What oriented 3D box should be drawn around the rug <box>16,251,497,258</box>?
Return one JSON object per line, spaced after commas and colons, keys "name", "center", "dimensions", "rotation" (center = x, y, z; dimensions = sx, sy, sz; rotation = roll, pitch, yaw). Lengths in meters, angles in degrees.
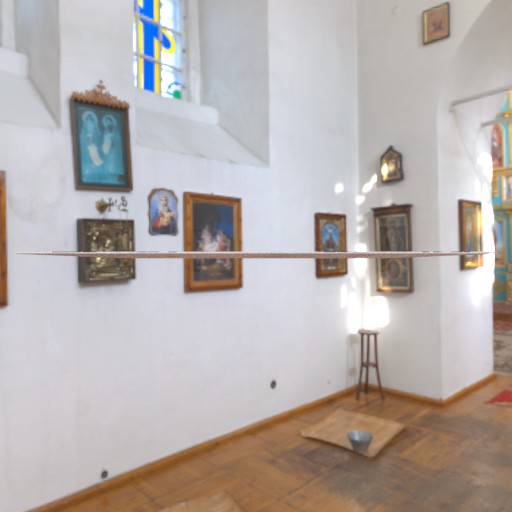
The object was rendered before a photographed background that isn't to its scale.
{"name": "rug", "center": [0.000, 0.000, 3.990], "dimensions": [3.040, 0.014, 2.423], "rotation": [0, -1, 0]}
